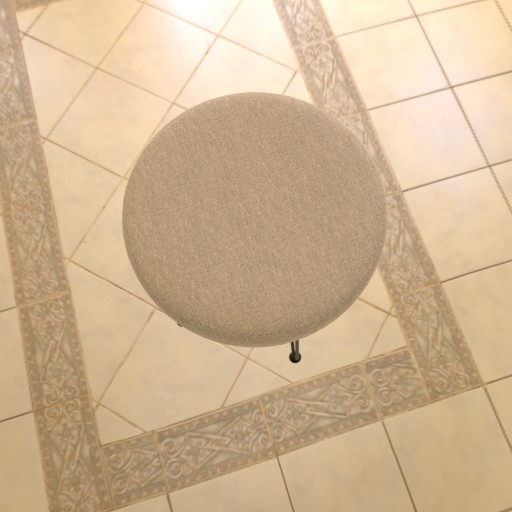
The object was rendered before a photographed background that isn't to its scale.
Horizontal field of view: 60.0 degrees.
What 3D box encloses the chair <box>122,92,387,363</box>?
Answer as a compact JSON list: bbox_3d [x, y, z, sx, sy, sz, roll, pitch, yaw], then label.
[{"bbox_3d":[0.000,0.000,0.686,0.350,0.440,0.350,-26,77,-7],"label":"chair"}]
